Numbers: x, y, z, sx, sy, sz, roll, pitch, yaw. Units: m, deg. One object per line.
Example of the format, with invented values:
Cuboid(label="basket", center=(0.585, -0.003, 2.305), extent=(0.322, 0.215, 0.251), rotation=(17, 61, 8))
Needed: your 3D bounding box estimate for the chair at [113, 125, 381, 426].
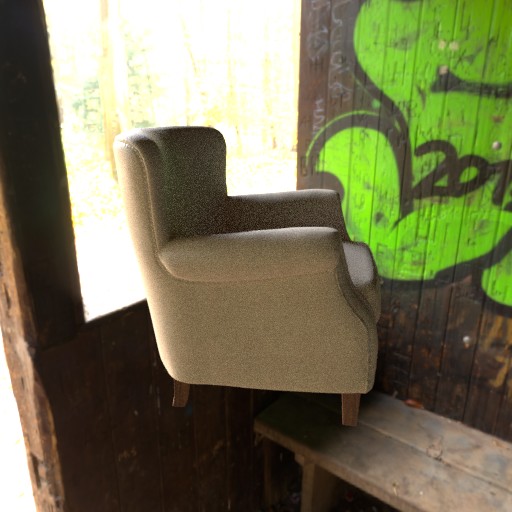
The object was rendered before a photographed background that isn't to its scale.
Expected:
Cuboid(label="chair", center=(0.000, 0.000, 1.683), extent=(0.921, 0.936, 0.861), rotation=(3, 18, 10))
